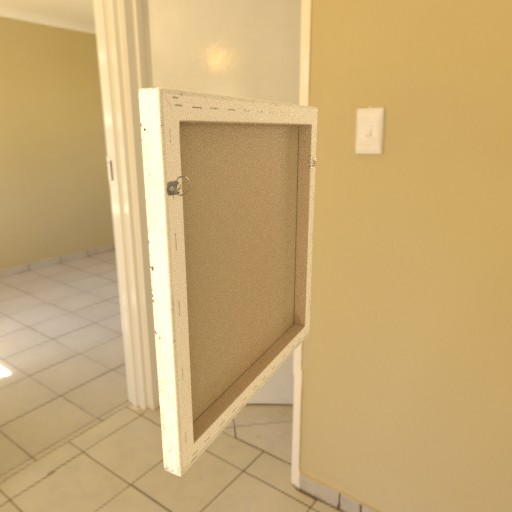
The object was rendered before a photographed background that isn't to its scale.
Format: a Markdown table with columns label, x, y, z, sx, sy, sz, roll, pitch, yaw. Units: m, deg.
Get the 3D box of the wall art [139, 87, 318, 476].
| label | x | y | z | sx | sy | sz | roll | pitch | yaw |
| --- | --- | --- | --- | --- | --- | --- | --- | --- | --- |
| wall art | 0.000 | 0.000 | 0.921 | 0.040 | 0.611 | 0.610 | 8 | 18 | 26 |
